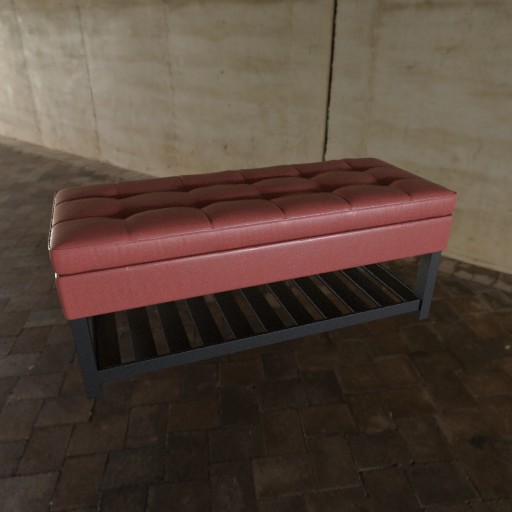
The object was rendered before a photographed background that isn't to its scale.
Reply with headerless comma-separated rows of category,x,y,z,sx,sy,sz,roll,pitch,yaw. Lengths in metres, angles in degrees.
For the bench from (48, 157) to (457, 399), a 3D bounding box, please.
bench,0.000,0.000,1.381,1.105,0.460,0.432,-9,28,-18
